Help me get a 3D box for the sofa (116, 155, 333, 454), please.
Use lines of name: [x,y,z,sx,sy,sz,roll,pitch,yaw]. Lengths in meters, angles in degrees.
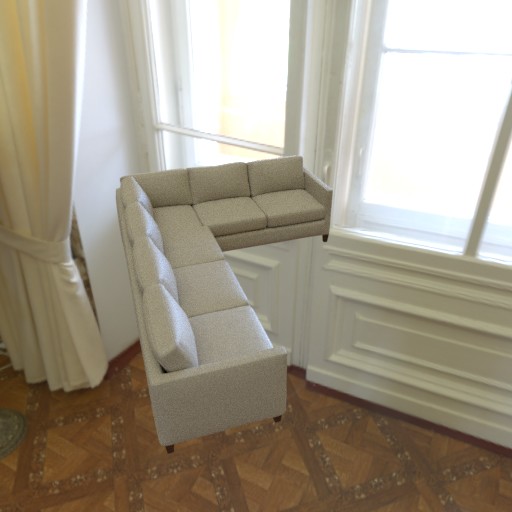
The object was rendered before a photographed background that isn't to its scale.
sofa: [0.000,0.000,4.486,2.522,0.934,3.333,-10,33,-16]
